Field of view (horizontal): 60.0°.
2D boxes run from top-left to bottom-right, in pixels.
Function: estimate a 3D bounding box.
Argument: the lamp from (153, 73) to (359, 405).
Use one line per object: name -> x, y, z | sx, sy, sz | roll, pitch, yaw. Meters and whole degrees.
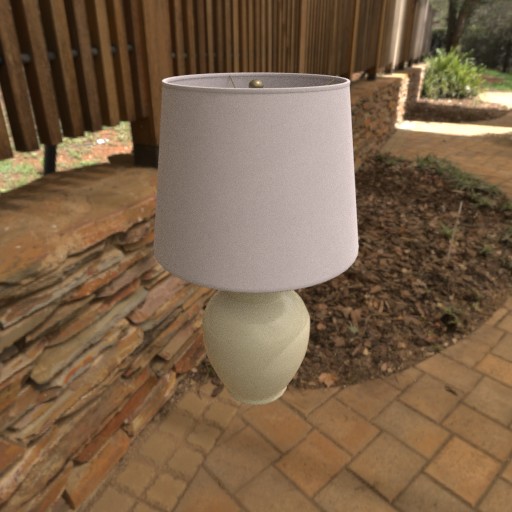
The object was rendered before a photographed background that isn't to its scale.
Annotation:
lamp -> 0.000, 0.000, 0.538 | 0.239, 0.399, 0.239 | 0, 26, 0
